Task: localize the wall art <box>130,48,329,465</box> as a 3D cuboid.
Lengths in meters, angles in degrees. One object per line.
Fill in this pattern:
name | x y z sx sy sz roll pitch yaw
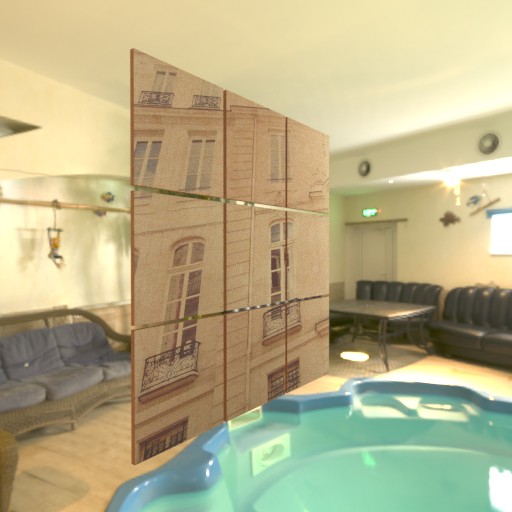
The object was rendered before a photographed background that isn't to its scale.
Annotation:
wall art | 0.000 0.000 1.340 0.018 0.913 0.915 0 1 37
